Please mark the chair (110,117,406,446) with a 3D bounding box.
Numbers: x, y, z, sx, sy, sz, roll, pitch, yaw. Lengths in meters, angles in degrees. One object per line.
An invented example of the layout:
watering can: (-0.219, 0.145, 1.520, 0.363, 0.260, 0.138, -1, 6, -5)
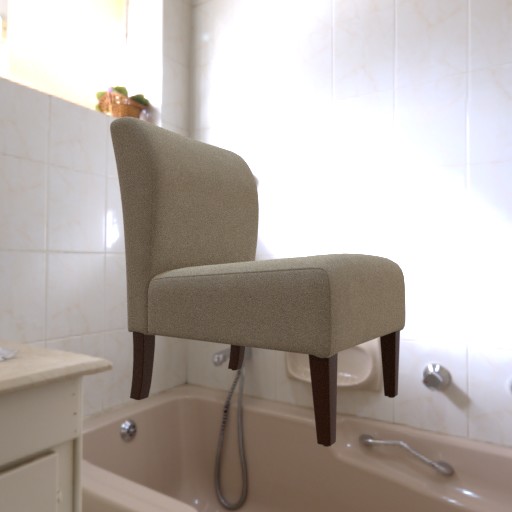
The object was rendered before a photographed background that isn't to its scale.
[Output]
chair: (0.000, 0.000, 1.326, 0.754, 0.833, 0.521, -1, -2, 35)
